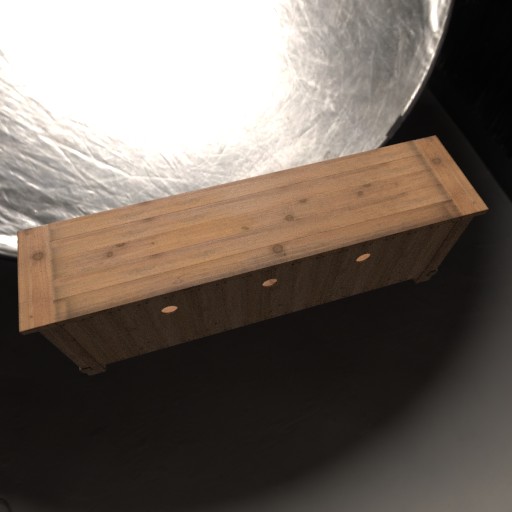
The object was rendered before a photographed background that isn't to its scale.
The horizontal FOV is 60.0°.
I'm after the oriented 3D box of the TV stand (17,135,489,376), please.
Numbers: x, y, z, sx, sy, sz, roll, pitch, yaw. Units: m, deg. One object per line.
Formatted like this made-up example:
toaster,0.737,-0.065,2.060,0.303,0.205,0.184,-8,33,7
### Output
TV stand,0.000,0.000,1.985,1.804,0.573,0.453,-14,60,-9
